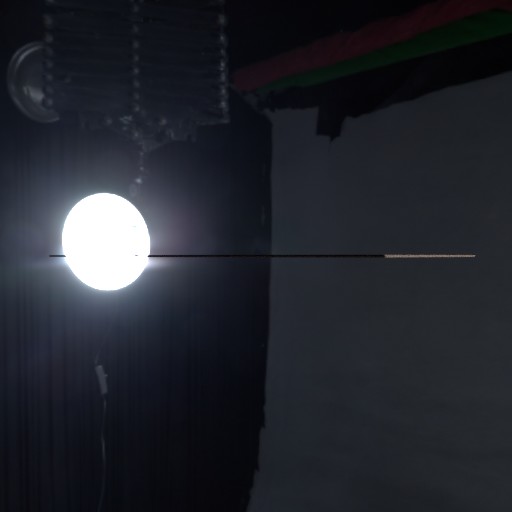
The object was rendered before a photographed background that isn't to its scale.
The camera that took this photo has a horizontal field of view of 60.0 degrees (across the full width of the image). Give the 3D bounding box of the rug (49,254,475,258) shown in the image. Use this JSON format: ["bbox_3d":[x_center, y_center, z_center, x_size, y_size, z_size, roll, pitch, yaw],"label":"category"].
[{"bbox_3d":[0.000,0.000,2.844,2.286,0.011,1.524,0,0,37],"label":"rug"}]
